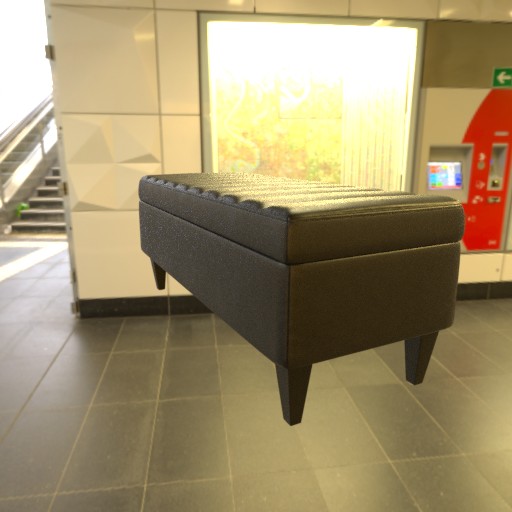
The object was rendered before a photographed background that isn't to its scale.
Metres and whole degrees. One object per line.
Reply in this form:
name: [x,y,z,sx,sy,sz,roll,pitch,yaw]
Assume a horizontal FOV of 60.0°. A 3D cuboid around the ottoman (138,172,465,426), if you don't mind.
ottoman: [0.000,0.000,1.413,0.482,0.469,1.151,-7,15,-26]
